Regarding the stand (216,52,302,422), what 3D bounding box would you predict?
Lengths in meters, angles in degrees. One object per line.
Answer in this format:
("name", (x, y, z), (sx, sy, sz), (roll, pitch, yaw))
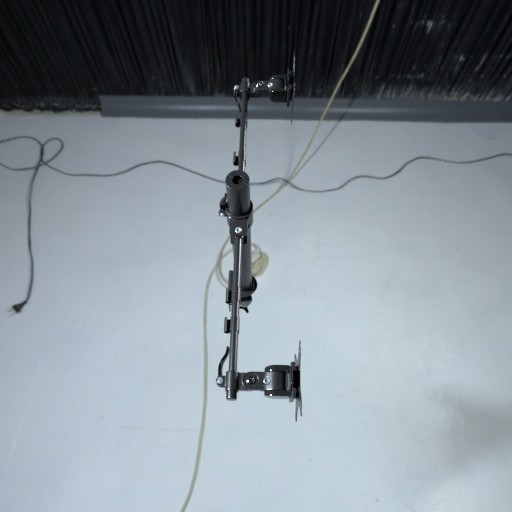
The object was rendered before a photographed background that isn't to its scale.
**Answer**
("stand", (0.000, 0.000, 1.025), (0.150, 0.603, 0.743), (1, 65, 1))
